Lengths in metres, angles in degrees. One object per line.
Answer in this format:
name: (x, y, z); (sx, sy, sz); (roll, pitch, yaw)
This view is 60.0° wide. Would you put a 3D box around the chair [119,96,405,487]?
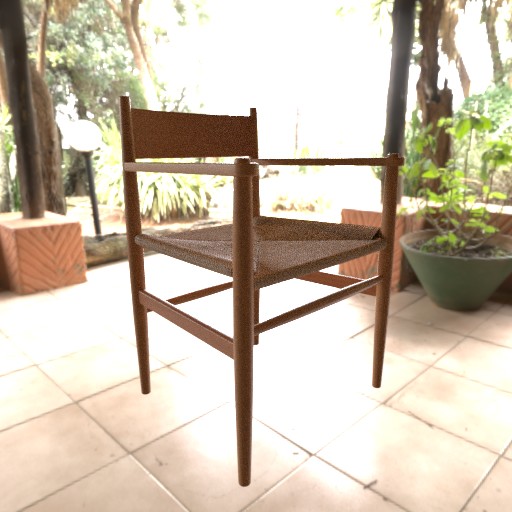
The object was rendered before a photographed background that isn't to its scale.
chair: (0.000, 0.000, 1.116); (0.495, 0.762, 0.556); (13, 19, 43)
